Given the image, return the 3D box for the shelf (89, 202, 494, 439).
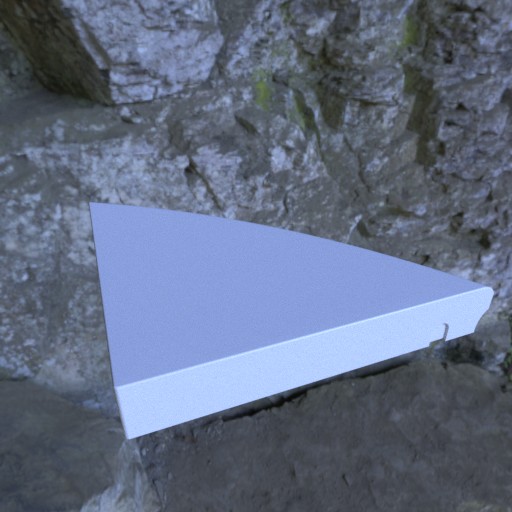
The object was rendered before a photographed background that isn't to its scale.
[{"bbox_3d":[0.000,0.000,0.457,0.310,0.050,0.310,-11,33,-18],"label":"shelf"}]
